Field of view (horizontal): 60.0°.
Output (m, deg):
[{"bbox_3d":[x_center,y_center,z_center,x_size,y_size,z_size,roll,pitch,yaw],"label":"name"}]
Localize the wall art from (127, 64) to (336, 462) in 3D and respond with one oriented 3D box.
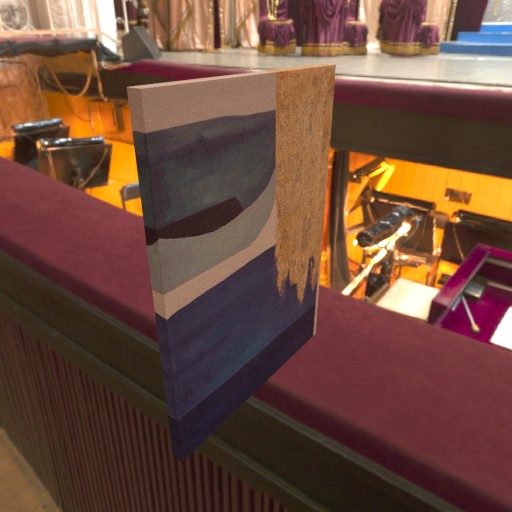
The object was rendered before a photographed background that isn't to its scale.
[{"bbox_3d":[0.000,0.000,0.802,0.026,0.613,0.458,19,33,32],"label":"wall art"}]
